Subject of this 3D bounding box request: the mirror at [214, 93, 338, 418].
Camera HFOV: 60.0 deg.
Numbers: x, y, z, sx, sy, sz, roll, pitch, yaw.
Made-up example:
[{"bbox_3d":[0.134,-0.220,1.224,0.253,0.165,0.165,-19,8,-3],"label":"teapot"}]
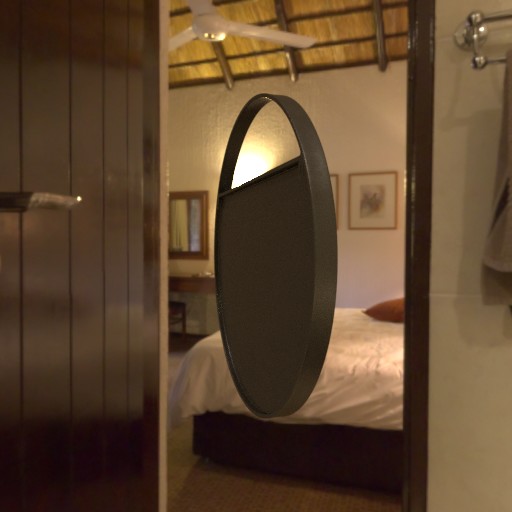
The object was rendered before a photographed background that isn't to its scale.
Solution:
[{"bbox_3d":[0.000,0.000,0.820,0.032,0.565,0.565,0,1,-18],"label":"mirror"}]
